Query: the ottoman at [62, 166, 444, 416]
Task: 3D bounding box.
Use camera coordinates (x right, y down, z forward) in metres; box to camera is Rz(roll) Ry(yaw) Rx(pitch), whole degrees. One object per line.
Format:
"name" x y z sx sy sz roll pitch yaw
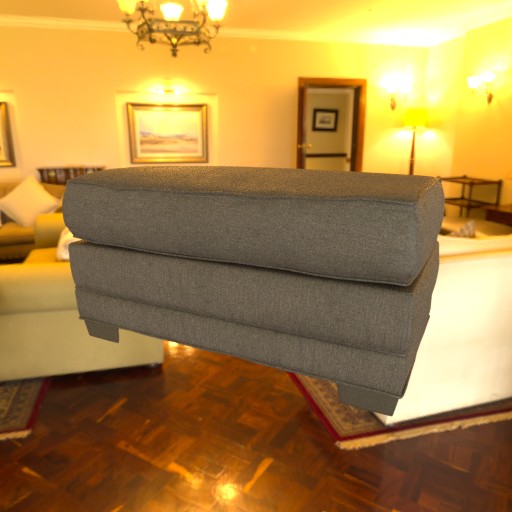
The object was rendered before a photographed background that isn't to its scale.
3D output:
"ottoman" 0.000 0.000 1.147 0.864 0.448 0.490 7 17 26
